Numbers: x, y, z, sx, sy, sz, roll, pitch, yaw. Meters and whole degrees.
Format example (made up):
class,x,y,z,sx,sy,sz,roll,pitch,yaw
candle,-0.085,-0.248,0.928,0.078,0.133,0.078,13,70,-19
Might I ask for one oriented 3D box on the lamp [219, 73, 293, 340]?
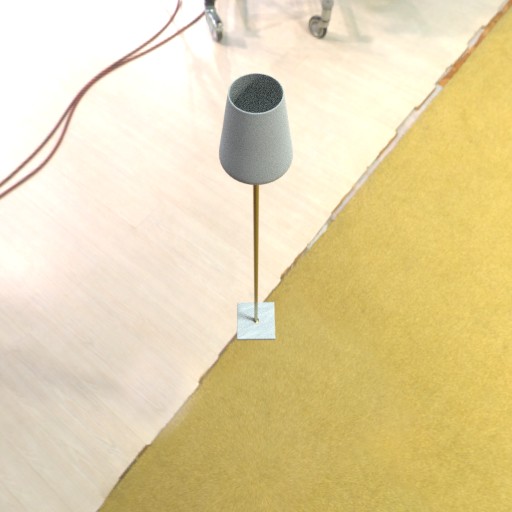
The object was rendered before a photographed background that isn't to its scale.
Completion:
class,x,y,z,sx,sy,sz,roll,pitch,yaw
lamp,0.000,0.000,1.910,0.229,1.813,0.232,-1,63,0
